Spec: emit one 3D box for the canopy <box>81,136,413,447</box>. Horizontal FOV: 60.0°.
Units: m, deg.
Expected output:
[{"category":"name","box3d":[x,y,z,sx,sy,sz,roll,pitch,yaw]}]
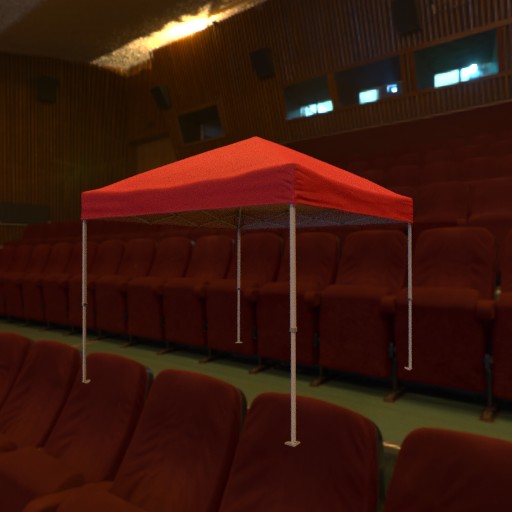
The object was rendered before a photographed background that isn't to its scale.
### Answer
[{"category":"canopy","box3d":[0.000,0.000,5.571,2.996,2.997,2.998,0,0,37]}]
